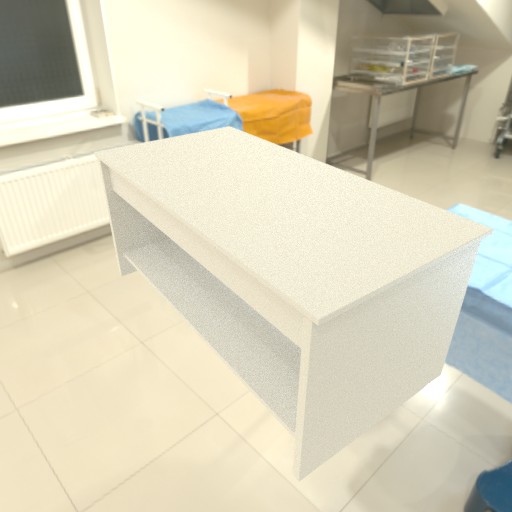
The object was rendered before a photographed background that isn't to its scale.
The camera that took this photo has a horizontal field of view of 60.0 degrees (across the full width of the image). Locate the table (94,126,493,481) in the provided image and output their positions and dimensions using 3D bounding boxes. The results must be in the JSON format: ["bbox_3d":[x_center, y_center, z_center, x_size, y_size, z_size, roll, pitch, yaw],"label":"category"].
[{"bbox_3d":[0.000,0.000,1.259,0.500,0.441,1.000,-21,37,-31],"label":"table"}]
